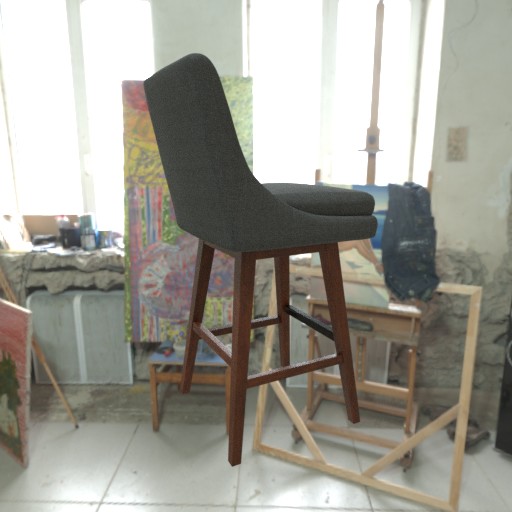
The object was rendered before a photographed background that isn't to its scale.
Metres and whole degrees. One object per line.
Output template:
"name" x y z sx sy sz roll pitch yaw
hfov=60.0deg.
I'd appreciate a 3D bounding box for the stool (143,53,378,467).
"stool" 0.000 0.000 1.270 0.524 0.977 0.447 -7 15 -27
